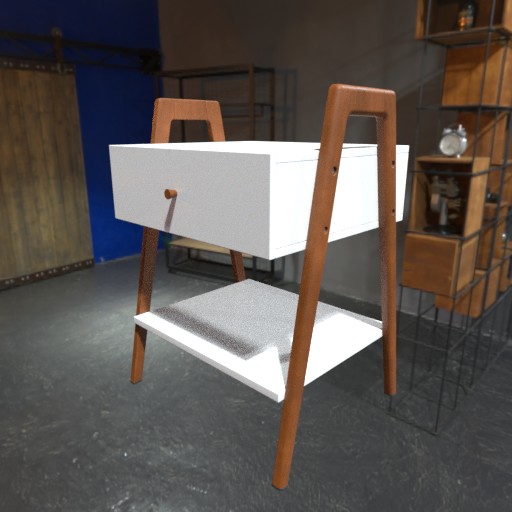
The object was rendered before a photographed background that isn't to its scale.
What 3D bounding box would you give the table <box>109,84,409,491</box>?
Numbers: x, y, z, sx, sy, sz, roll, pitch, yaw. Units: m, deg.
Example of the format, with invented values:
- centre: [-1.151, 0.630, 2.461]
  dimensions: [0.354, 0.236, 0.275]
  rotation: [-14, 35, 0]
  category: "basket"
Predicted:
- centre: [0.000, 0.000, 0.887]
  dimensions: [0.457, 0.610, 0.405]
  rotation: [15, 22, 42]
  category: "table"
